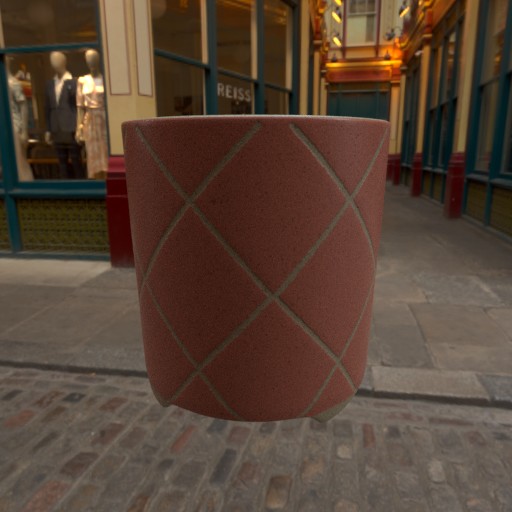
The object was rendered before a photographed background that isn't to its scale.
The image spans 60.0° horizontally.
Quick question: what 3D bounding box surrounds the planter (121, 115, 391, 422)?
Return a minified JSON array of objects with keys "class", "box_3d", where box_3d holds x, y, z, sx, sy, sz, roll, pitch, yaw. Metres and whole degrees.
[{"class":"planter","box_3d":[0.000,0.000,0.349,0.191,0.200,0.191,0,14,0]}]
